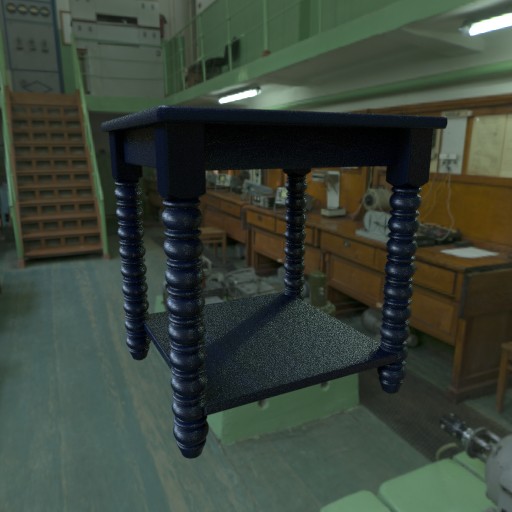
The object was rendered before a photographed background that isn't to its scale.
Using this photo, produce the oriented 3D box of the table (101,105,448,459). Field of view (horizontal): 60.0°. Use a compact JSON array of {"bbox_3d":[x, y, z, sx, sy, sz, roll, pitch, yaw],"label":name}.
[{"bbox_3d":[0.000,0.000,0.966,0.533,0.567,0.500,-7,15,-26],"label":"table"}]
